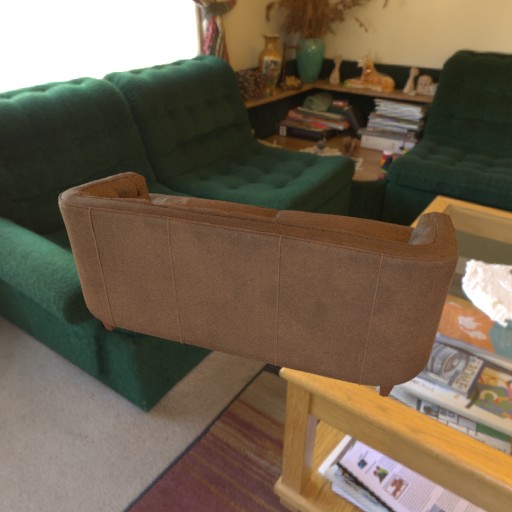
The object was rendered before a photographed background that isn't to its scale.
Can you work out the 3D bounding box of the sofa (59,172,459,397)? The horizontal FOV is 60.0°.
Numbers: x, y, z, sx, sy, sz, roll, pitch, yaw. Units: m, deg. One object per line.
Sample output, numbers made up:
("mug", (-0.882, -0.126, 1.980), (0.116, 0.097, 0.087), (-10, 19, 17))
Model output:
("sofa", (0.000, 0.000, 2.238), (1.767, 0.799, 0.917), (10, 33, 15))
